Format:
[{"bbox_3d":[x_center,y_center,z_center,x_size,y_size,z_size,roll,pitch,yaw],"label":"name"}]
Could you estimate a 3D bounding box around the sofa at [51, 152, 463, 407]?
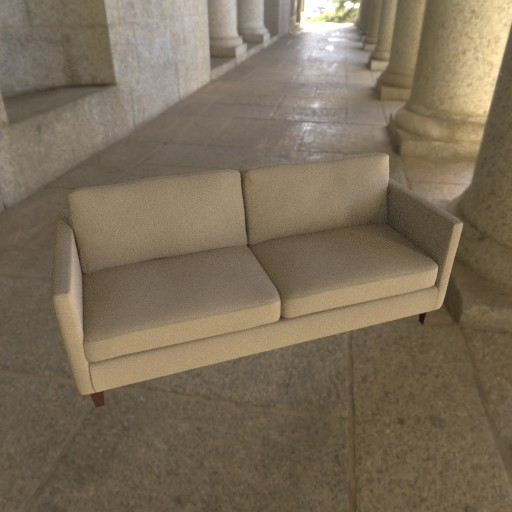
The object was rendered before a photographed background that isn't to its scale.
[{"bbox_3d":[0.000,0.000,2.664,2.181,0.932,0.948,-10,32,-16],"label":"sofa"}]
